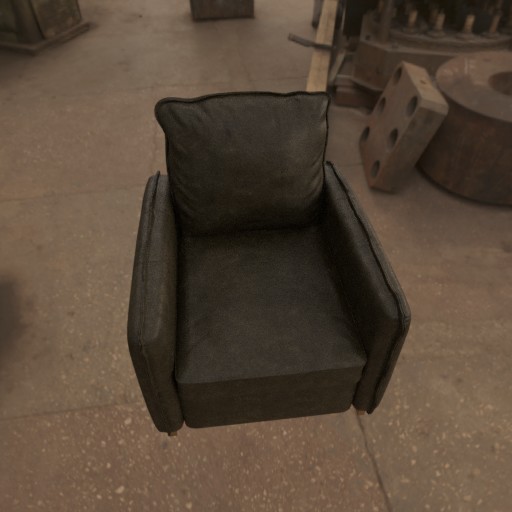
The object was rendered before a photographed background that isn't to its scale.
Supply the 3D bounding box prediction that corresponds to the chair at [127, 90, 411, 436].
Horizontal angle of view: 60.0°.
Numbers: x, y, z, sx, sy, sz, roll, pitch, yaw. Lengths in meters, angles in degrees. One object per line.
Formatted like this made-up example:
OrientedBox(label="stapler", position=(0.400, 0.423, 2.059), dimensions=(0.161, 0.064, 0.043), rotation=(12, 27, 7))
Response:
OrientedBox(label="chair", position=(0.000, 0.000, 1.575), dimensions=(0.830, 0.921, 0.921), rotation=(-5, 44, -5))
